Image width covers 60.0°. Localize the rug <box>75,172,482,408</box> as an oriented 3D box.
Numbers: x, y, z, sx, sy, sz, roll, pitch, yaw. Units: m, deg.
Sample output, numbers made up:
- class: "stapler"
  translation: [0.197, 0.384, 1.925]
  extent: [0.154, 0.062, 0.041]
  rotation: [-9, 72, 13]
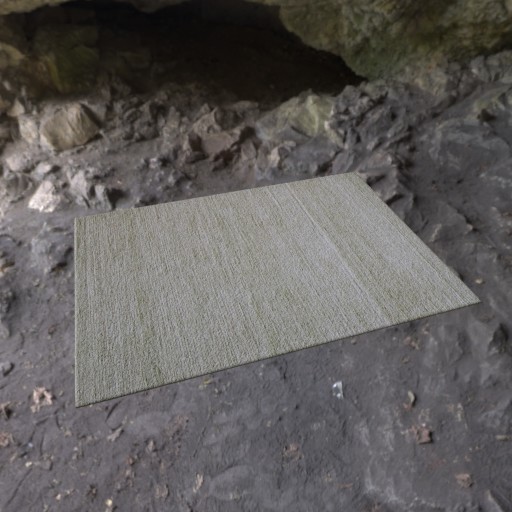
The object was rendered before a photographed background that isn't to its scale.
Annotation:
- class: "rug"
  translation: [0.000, 0.000, 2.910]
  extent: [2.270, 0.017, 1.606]
  rotation: [-11, 41, -13]
